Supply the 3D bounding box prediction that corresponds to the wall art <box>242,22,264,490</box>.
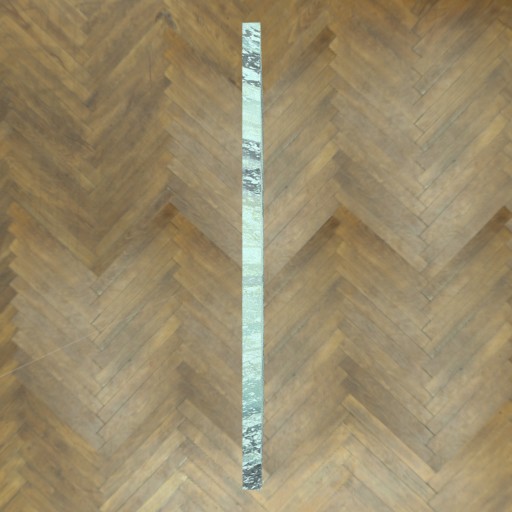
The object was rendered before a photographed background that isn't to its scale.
[{"bbox_3d":[0.000,0.000,1.171,0.038,0.598,0.919,0,91,1],"label":"wall art"}]
